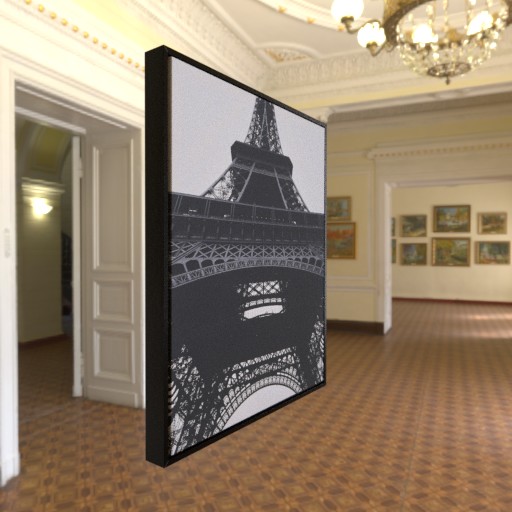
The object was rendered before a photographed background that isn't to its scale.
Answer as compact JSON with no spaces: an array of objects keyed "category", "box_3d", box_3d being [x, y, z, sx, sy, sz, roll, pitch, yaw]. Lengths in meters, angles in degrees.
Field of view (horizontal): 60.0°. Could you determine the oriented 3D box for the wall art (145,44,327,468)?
[{"category":"wall art","box_3d":[0.000,0.000,0.769,0.039,0.553,0.451,0,1,37]}]
